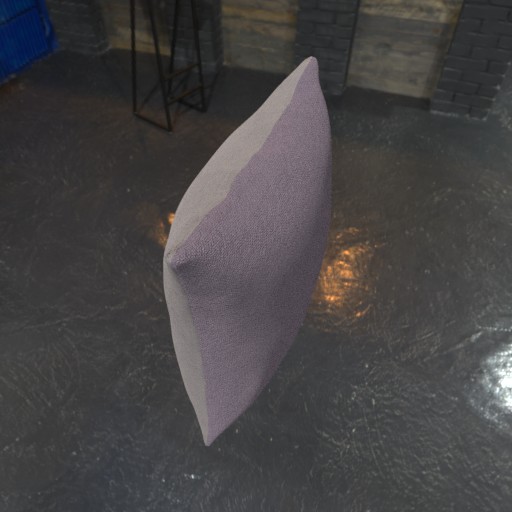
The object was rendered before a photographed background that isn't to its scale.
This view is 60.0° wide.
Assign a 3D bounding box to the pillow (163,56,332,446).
[{"bbox_3d":[0.000,0.000,0.686,0.204,0.439,0.452,16,49,14],"label":"pillow"}]
